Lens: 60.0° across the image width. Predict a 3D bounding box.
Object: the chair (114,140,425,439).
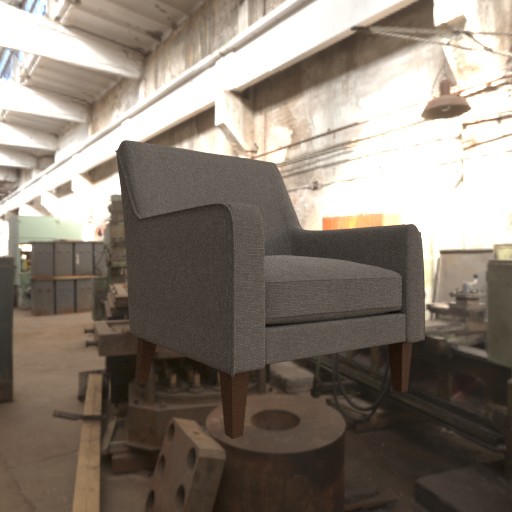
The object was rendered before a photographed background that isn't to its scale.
[{"bbox_3d":[0.000,0.000,1.625,0.780,0.919,0.899,0,-1,-35],"label":"chair"}]
